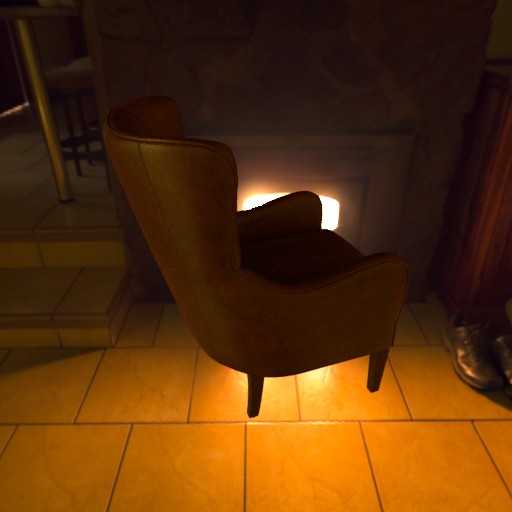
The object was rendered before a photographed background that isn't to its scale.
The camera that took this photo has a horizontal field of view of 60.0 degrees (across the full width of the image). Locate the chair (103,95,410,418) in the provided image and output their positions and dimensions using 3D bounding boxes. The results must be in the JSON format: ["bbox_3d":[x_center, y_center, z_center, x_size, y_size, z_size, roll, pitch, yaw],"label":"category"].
[{"bbox_3d":[0.000,0.000,1.614,0.914,1.048,0.692,-10,31,-18],"label":"chair"}]
